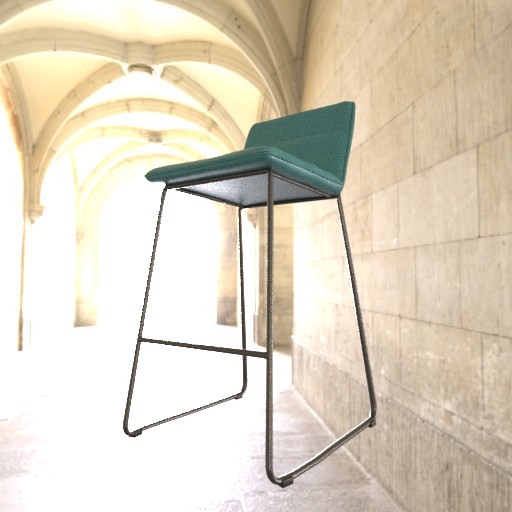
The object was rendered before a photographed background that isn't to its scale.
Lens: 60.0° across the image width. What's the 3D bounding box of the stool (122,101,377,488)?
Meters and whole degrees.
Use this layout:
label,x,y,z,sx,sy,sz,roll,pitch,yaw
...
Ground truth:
label,x,y,z,sx,sy,sz,roll,pitch,yaw
stool,0.000,0.000,1.208,0.489,0.936,0.524,-2,-3,36
